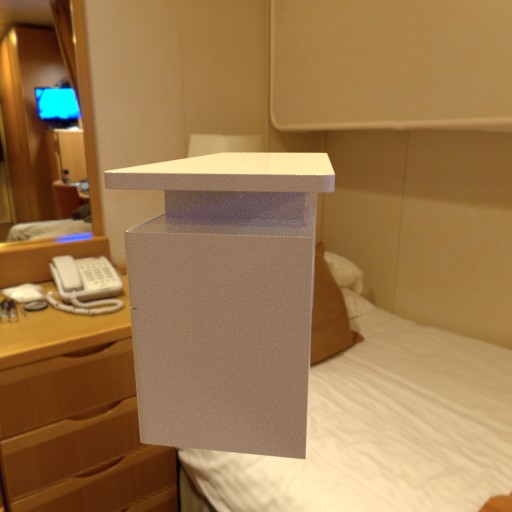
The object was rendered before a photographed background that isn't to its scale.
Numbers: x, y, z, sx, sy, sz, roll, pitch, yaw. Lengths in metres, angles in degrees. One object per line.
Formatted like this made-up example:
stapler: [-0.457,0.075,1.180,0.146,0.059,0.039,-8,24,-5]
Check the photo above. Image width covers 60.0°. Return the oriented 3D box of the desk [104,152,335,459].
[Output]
desk: [0.000,0.000,1.778,0.550,0.762,1.400,2,15,8]
